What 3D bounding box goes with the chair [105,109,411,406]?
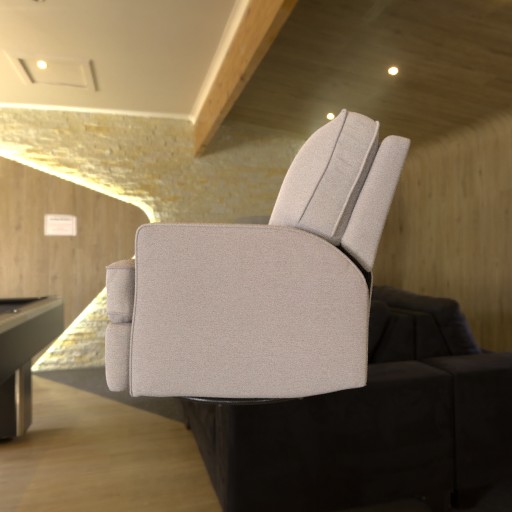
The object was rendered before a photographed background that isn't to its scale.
[{"bbox_3d":[0.000,0.000,1.738,0.969,0.964,0.861,0,-1,0],"label":"chair"}]
